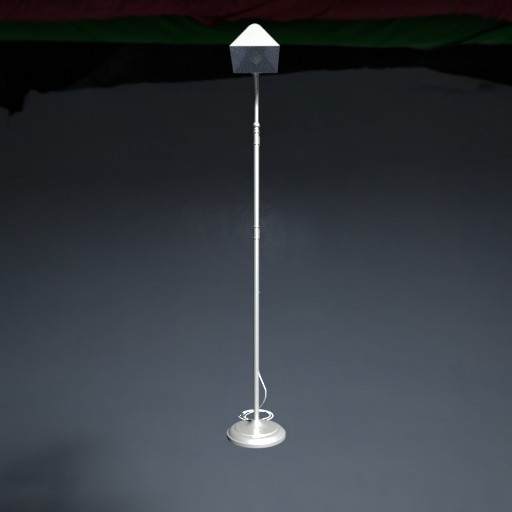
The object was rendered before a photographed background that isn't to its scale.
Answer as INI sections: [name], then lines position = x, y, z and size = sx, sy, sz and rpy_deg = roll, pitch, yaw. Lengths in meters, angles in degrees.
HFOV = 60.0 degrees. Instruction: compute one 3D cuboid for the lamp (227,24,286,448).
[lamp]
position = 0.000, 0.000, 1.850
size = 0.256, 1.571, 0.813
rpy_deg = 0, 0, 1
